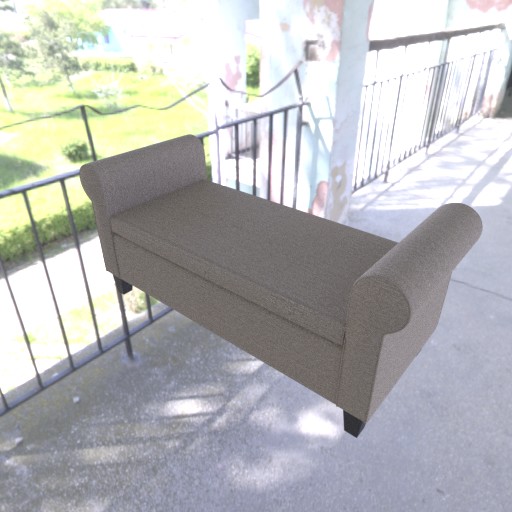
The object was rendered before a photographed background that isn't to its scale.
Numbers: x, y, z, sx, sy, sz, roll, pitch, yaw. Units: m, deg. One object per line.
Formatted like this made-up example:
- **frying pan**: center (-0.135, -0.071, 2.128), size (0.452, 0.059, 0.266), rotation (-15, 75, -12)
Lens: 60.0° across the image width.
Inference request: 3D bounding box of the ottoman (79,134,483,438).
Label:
- **ottoman**: center (0.000, 0.000, 1.543), size (1.256, 0.547, 0.521), rotation (23, 38, 33)
